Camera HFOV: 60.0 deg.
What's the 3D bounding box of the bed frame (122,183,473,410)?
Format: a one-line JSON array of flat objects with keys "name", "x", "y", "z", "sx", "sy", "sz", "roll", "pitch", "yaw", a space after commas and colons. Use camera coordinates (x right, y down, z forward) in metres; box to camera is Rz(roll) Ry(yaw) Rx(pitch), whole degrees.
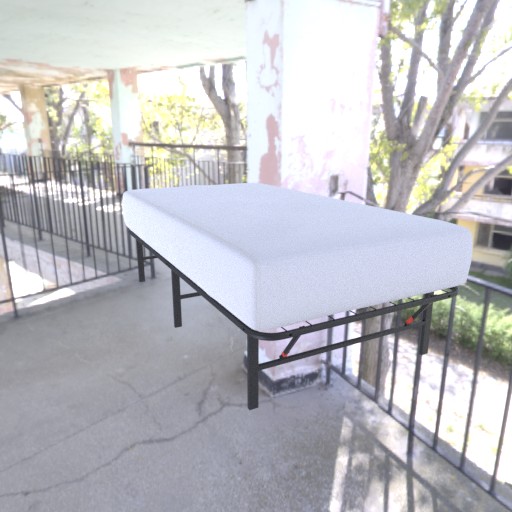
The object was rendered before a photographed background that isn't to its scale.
[{"name": "bed frame", "x": 0.000, "y": 0.000, "z": 2.426, "sx": 1.025, "sy": 0.640, "sz": 1.908, "roll": -8, "pitch": 18, "yaw": -27}]
